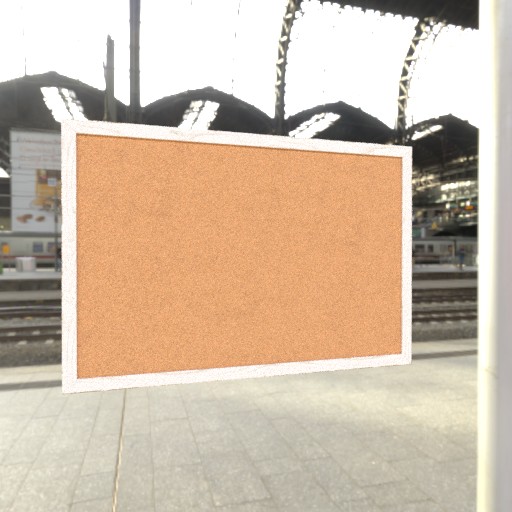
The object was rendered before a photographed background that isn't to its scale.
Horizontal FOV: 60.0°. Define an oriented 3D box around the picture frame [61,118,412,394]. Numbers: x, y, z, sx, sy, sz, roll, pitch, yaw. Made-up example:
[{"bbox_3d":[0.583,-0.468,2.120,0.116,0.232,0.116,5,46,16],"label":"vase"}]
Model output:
[{"bbox_3d":[0.000,0.000,1.180,0.950,0.640,0.029,0,0,-17],"label":"picture frame"}]
